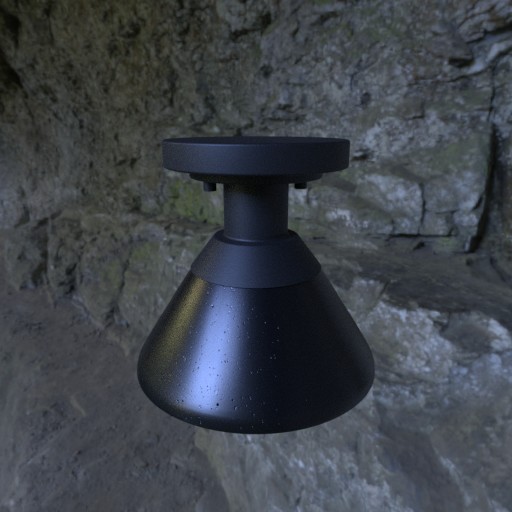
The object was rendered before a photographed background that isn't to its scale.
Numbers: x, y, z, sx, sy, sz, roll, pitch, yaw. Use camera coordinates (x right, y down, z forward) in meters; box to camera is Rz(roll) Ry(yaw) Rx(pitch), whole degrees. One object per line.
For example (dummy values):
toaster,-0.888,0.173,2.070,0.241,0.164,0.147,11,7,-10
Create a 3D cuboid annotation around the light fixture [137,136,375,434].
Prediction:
light fixture,0.000,0.000,0.359,0.200,0.183,0.200,0,17,0
